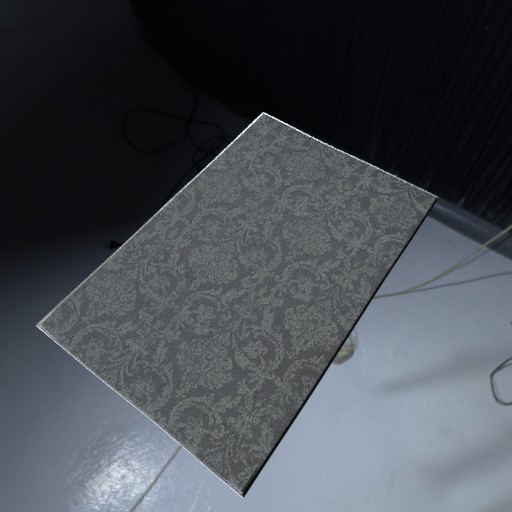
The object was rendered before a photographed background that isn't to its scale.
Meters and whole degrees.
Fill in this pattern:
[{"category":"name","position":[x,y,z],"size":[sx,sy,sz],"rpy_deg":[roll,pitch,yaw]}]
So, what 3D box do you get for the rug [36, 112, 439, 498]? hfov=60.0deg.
[{"category":"rug","position":[0.000,0.000,3.416],"size":[1.819,0.018,2.746],"rpy_deg":[32,63,18]}]
